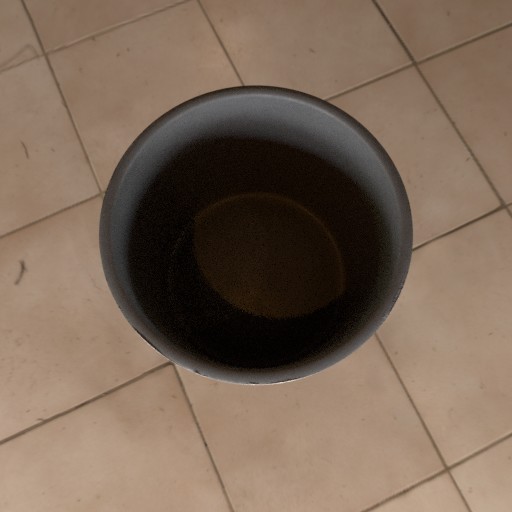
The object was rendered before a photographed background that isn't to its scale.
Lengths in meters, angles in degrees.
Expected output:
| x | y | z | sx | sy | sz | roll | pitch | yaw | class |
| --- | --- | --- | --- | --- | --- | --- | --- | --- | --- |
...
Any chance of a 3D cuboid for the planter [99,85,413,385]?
| x | y | z | sx | sy | sz | roll | pitch | yaw | class |
| --- | --- | --- | --- | --- | --- | --- | --- | --- | --- |
| 0.000 | 0.000 | 0.456 | 0.254 | 0.221 | 0.254 | 0 | 75 | 0 | planter |
